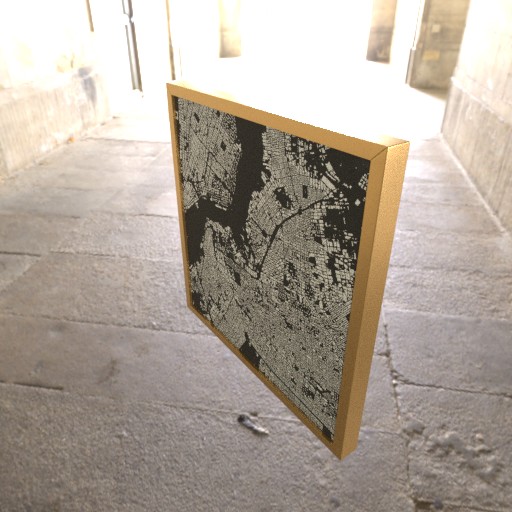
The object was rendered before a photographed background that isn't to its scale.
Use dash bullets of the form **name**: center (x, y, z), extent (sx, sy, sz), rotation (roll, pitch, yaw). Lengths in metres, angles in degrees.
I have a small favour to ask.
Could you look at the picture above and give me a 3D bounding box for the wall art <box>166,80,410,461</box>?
- **wall art**: center (0.000, 0.000, 0.461), extent (0.023, 0.305, 0.305), rotation (-20, 36, -31)
